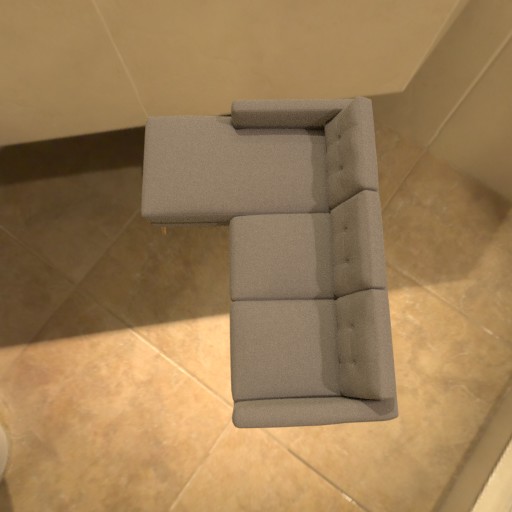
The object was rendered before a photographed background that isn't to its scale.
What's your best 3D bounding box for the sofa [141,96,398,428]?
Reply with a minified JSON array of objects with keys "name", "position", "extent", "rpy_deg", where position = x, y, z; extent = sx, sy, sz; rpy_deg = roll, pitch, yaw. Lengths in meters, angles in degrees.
[{"name":"sofa","position":[0.000,0.000,2.869],"extent":[1.530,0.860,2.040],"rpy_deg":[-1,76,0]}]
